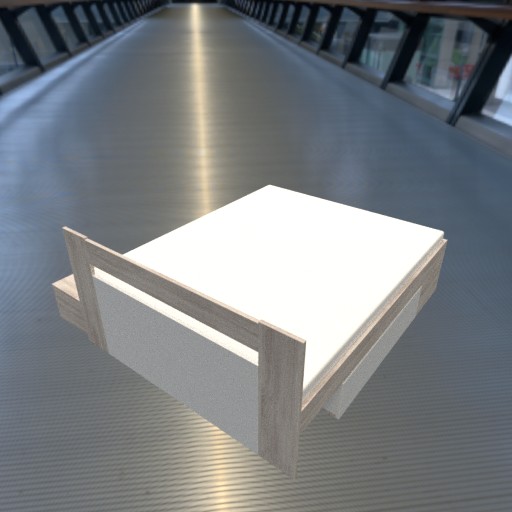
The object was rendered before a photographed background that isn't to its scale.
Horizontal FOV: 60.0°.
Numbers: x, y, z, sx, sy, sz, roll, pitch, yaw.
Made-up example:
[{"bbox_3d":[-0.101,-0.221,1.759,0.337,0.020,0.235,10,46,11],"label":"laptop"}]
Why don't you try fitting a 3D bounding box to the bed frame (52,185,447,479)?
[{"bbox_3d":[0.000,0.000,3.167,2.040,0.860,2.050,21,36,32],"label":"bed frame"}]
